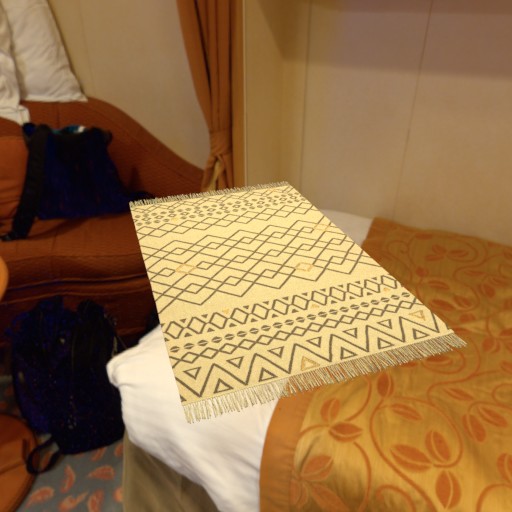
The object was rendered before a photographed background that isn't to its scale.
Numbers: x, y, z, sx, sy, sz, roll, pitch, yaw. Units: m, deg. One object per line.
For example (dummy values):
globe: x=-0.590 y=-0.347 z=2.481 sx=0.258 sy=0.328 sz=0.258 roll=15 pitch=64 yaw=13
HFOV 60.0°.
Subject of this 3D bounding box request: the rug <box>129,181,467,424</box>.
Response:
rug: x=0.000 y=0.000 z=3.096 sx=1.495 sy=0.035 sz=2.472 roll=-10 pitch=32 yaw=-17
